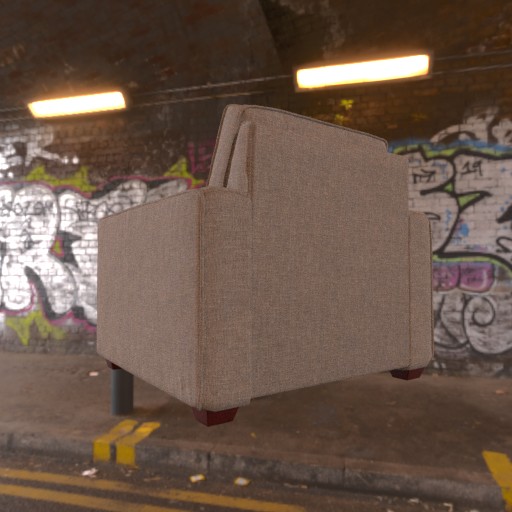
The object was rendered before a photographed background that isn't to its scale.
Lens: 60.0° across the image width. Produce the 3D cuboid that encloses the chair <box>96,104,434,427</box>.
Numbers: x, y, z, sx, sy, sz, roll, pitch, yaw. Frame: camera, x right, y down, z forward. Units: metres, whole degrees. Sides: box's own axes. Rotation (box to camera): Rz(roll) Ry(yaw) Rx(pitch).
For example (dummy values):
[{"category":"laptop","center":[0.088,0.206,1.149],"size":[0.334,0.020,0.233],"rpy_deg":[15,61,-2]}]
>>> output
[{"category":"chair","center":[0.000,0.000,1.757],"size":[1.016,0.914,0.940],"rpy_deg":[1,-2,-35]}]
